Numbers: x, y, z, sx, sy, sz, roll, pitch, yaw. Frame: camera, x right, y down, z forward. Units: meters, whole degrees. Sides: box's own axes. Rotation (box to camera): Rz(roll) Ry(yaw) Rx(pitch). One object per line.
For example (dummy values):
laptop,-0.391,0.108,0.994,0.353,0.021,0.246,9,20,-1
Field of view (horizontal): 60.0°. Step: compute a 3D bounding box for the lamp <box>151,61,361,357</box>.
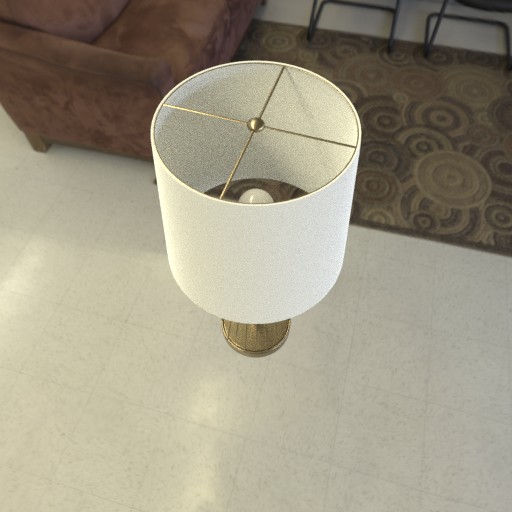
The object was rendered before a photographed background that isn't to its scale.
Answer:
lamp,0.000,0.000,0.803,0.303,0.618,0.303,0,57,0
